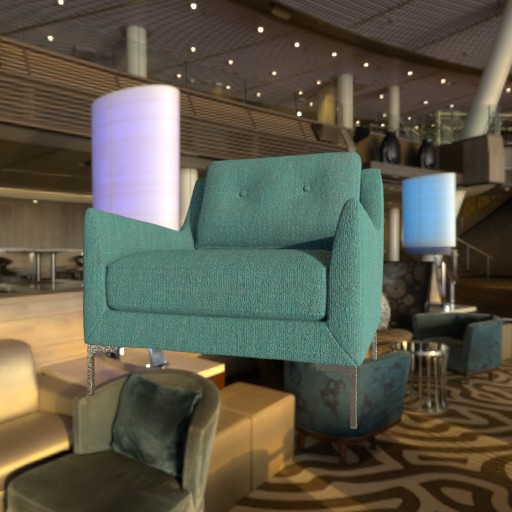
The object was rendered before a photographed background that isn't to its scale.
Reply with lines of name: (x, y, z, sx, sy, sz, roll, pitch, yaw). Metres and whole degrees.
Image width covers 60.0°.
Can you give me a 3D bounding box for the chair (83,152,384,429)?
chair: (0.000, 0.000, 1.579, 0.847, 0.828, 0.849, 0, 1, 19)
